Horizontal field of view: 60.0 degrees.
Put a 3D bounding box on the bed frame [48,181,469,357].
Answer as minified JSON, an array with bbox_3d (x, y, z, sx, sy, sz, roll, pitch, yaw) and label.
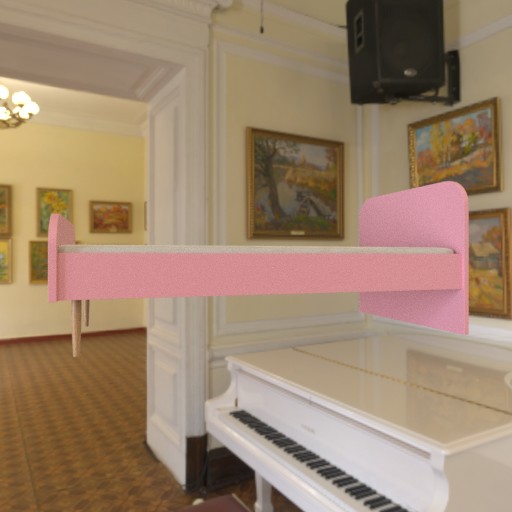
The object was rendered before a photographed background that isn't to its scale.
[{"bbox_3d":[0.000,0.000,2.433,1.963,0.805,0.998,0,0,-18],"label":"bed frame"}]
